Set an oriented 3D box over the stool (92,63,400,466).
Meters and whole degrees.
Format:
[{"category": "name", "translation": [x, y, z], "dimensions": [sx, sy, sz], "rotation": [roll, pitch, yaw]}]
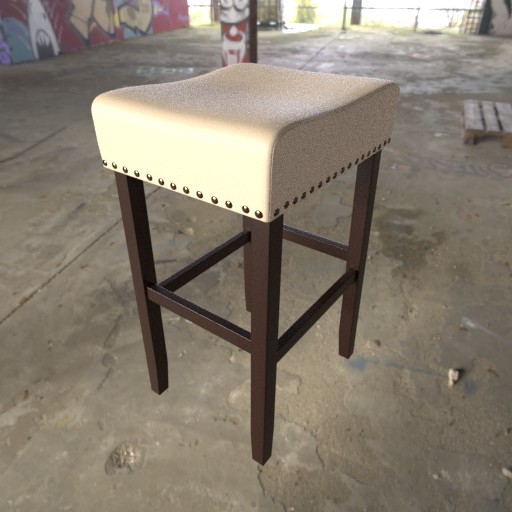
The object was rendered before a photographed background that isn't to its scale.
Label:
[{"category": "stool", "translation": [0.000, 0.000, 1.037], "dimensions": [0.401, 0.762, 0.471], "rotation": [22, 38, 30]}]
